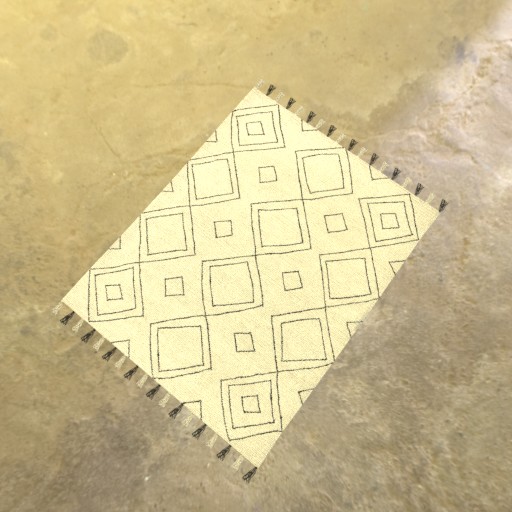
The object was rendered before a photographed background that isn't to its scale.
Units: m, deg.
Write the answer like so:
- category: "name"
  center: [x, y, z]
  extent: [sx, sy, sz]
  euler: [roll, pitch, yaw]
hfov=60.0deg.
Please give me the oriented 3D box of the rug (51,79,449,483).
- category: "rug"
  center: [0.000, 0.000, 4.255]
  extent: [2.342, 0.026, 3.221]
  euler: [37, 78, 9]
